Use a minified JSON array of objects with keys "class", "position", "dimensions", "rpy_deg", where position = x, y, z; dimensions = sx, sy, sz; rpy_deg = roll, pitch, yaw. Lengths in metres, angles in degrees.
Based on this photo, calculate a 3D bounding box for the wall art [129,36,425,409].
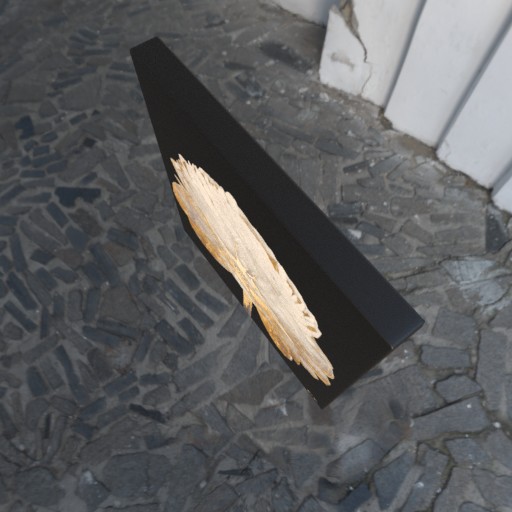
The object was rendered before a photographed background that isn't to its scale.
[{"class":"wall art","position":[0.000,0.000,0.595],"dimensions":[0.041,0.407,0.406],"rpy_deg":[-34,69,-15]}]
